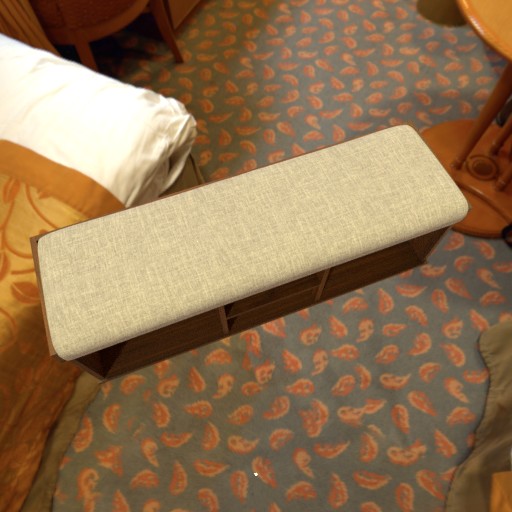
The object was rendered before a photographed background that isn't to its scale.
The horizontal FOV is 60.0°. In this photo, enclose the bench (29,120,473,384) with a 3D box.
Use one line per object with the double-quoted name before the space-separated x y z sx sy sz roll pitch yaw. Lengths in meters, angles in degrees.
"bench" 0.000 0.000 1.417 1.196 0.468 0.367 -19 65 -9
